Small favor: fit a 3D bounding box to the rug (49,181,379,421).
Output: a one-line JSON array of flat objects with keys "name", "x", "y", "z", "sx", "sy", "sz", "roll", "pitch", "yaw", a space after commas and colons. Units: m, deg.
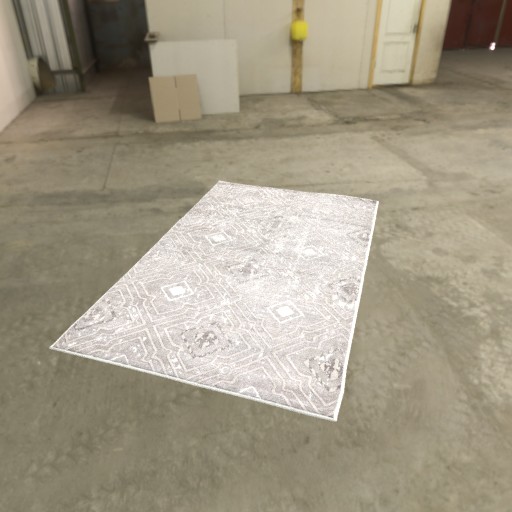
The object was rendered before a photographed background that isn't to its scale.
[{"name": "rug", "x": 0.000, "y": 0.000, "z": 3.150, "sx": 1.537, "sy": 0.036, "sz": 2.447, "roll": 9, "pitch": 33, "yaw": 15}]
